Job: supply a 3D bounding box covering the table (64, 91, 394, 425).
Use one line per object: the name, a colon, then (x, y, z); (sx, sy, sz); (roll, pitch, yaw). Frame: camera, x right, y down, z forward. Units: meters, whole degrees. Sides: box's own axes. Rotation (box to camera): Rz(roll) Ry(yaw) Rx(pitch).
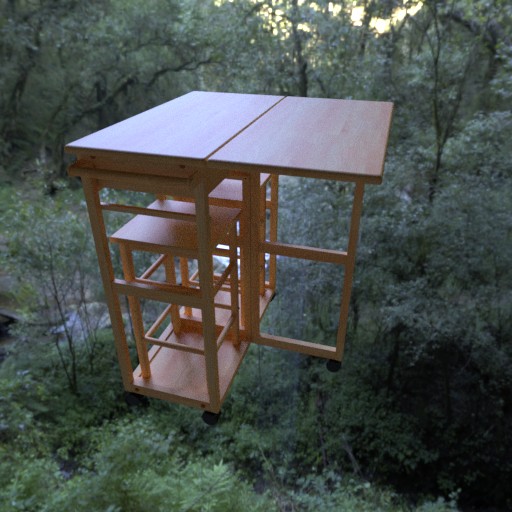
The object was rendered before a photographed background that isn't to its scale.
table: (0.000, 0.000, 1.392); (0.693, 0.832, 0.752); (9, 31, 15)
